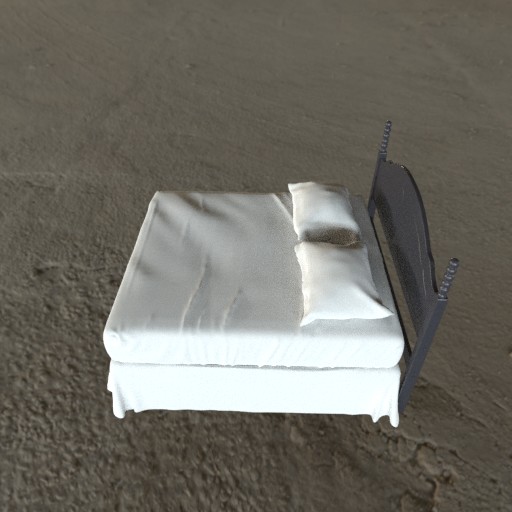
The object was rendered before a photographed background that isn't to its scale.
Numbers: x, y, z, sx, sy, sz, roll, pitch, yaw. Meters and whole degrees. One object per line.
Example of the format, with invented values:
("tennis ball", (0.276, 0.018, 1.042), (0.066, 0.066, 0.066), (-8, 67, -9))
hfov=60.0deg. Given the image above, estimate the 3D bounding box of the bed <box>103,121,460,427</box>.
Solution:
("bed", (0.000, 0.000, 3.197), (2.040, 1.356, 1.873), (1, 40, 1))
